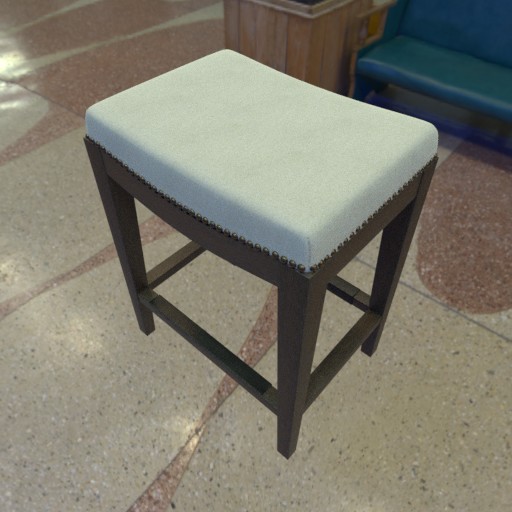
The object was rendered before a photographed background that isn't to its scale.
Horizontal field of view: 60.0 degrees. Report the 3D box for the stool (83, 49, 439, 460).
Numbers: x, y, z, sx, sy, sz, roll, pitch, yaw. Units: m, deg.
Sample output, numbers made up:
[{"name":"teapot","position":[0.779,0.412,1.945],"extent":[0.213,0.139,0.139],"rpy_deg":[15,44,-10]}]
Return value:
[{"name":"stool","position":[0.000,0.000,0.924],"extent":[0.500,0.642,0.361],"rpy_deg":[33,54,27]}]
